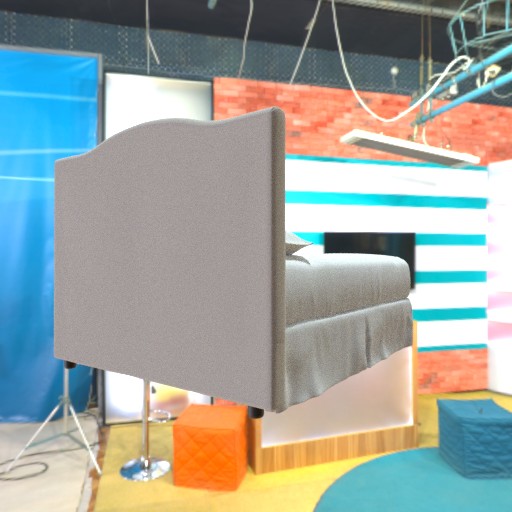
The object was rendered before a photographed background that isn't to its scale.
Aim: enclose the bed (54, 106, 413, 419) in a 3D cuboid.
[{"bbox_3d":[0.000,0.000,3.245,1.753,1.460,2.143,0,0,36],"label":"bed"}]
